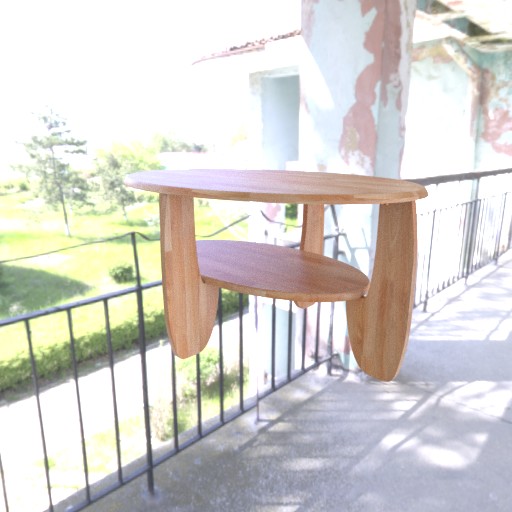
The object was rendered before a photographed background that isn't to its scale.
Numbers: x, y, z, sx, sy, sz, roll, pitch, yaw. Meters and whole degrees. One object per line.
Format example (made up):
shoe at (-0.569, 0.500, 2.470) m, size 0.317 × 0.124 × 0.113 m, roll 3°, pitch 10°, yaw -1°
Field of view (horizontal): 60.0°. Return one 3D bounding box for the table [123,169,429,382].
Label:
table at (0.000, 0.000, 1.403) m, size 1.040 × 0.490 × 0.690 m, roll 14°, pitch 20°, yaw 43°
